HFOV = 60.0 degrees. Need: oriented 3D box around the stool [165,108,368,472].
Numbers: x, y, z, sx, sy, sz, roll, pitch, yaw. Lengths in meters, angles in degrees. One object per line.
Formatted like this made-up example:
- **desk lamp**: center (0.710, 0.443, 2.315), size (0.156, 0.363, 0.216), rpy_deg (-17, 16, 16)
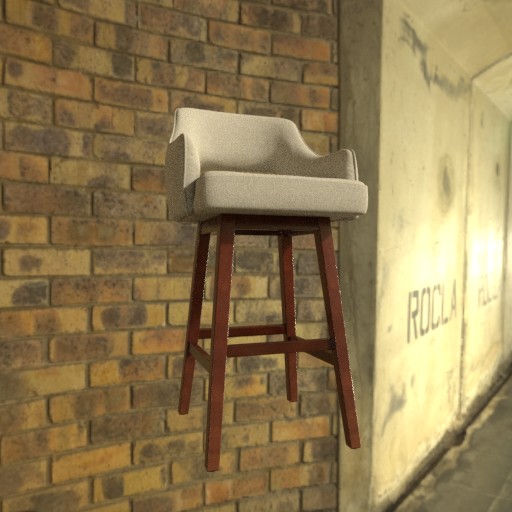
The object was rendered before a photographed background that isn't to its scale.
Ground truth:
- **stool**: center (0.000, 0.000, 1.370), size (0.550, 1.041, 0.560), rpy_deg (0, 0, -19)
